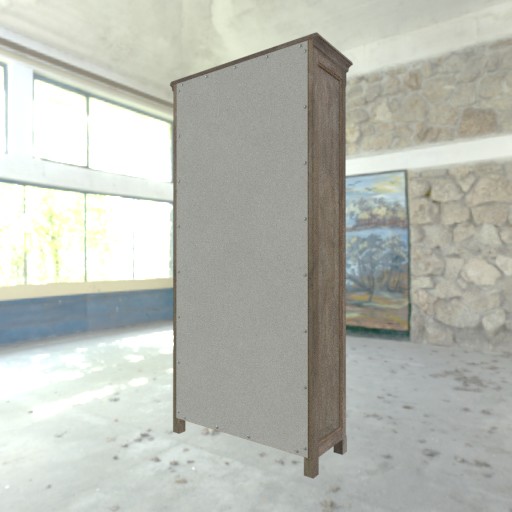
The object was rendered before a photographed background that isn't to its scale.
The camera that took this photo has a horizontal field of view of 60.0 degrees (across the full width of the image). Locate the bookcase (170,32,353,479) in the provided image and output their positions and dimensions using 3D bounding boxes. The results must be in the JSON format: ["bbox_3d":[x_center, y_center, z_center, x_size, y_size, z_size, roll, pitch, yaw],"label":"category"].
[{"bbox_3d":[0.000,0.000,2.260,0.906,1.880,0.348,0,0,36],"label":"bookcase"}]
